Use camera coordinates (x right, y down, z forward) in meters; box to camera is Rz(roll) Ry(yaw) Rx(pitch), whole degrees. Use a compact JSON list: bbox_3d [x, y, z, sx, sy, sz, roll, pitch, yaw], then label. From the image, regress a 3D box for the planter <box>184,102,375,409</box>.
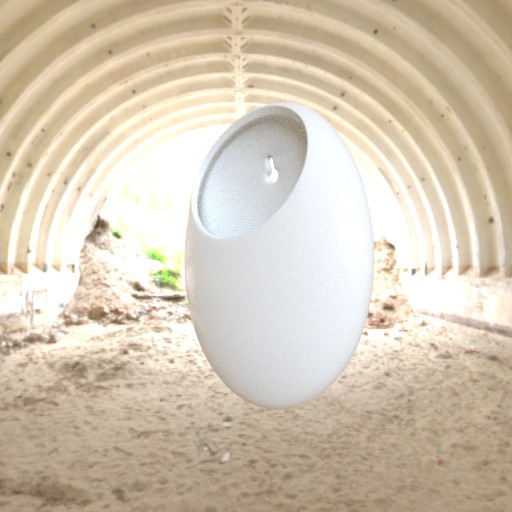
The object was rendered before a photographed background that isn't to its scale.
[{"bbox_3d":[0.000,0.000,0.282,0.043,0.188,0.185,1,-2,-36],"label":"planter"}]
